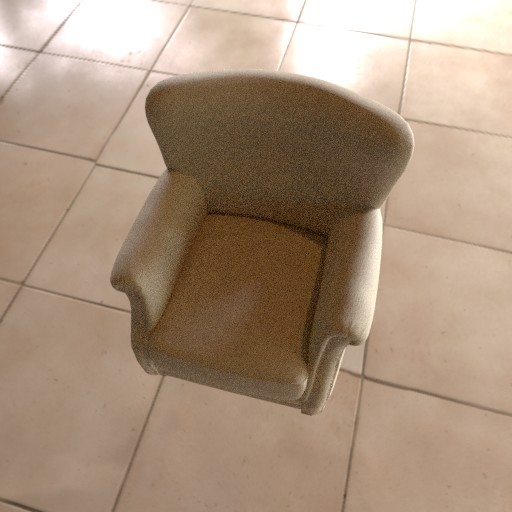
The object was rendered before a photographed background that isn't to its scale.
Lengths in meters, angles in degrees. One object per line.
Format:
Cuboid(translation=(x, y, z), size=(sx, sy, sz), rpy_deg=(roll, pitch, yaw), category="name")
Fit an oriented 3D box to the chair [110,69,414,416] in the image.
Cuboid(translation=(0.000, 0.000, 1.617), size=(0.861, 0.936, 0.921), rpy_deg=(12, 60, 7), category="chair")
